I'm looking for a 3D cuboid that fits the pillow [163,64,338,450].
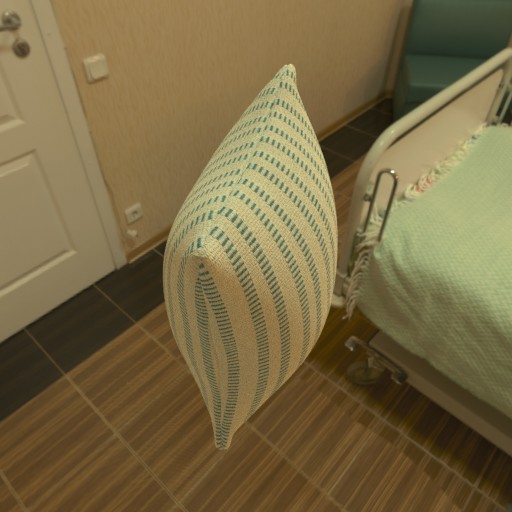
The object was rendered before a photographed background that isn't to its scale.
[{"bbox_3d":[0.000,0.000,0.676,0.247,0.419,0.438,10,46,9],"label":"pillow"}]
